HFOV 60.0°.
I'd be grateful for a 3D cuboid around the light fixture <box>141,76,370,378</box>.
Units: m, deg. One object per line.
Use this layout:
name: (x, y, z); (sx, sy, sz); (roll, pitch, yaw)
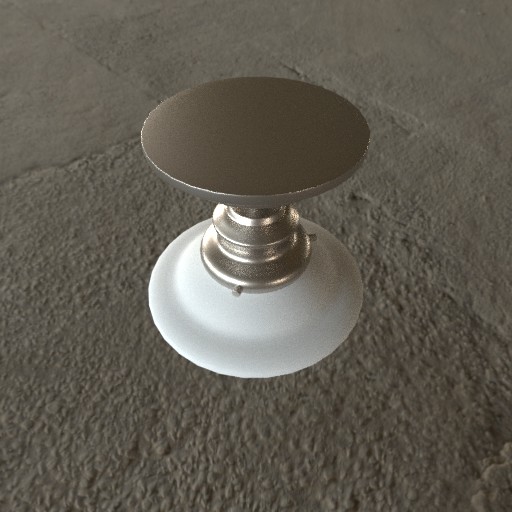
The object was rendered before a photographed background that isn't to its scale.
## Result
light fixture: (0.000, 0.000, 0.390); (0.199, 0.254, 0.199); (0, 46, 0)
